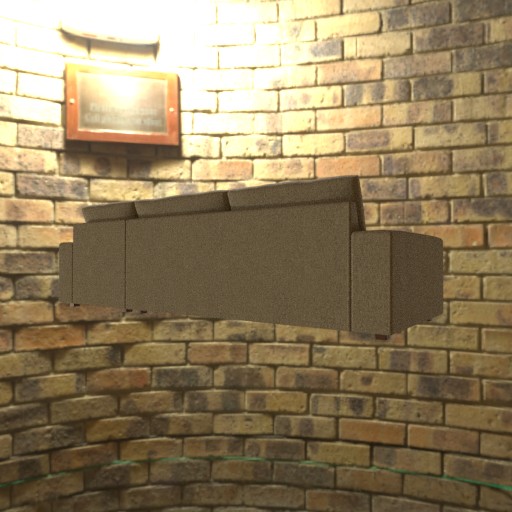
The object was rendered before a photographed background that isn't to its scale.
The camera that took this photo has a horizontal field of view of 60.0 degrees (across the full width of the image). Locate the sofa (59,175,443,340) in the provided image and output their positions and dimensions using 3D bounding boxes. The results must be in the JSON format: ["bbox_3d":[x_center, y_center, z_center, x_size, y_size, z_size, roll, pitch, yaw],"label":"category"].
[{"bbox_3d":[0.000,0.000,3.476,2.718,0.813,1.689,0,-1,36],"label":"sofa"}]
